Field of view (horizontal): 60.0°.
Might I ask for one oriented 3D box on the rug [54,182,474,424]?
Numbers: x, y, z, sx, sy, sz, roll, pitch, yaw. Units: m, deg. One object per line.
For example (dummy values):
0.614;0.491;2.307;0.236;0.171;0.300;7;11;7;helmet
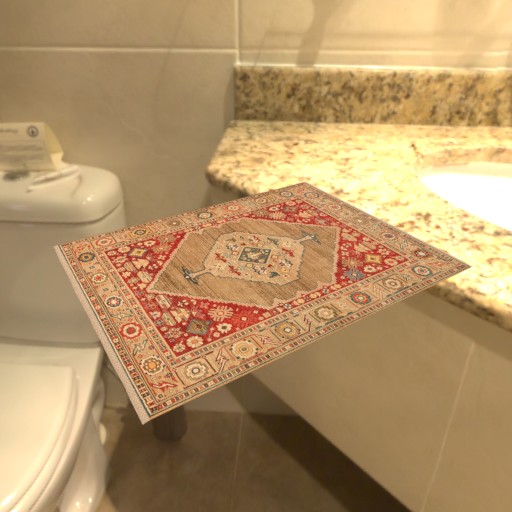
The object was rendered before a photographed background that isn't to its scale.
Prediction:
0.000;0.000;4.168;3.143;0.008;2.451;-18;36;-28;rug
